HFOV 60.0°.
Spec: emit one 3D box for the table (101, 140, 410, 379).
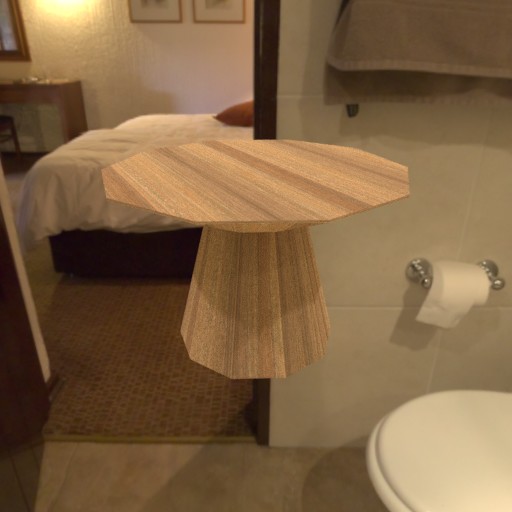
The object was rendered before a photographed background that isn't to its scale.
[{"bbox_3d":[0.000,0.000,1.877,1.186,0.752,1.186,0,26,0],"label":"table"}]
